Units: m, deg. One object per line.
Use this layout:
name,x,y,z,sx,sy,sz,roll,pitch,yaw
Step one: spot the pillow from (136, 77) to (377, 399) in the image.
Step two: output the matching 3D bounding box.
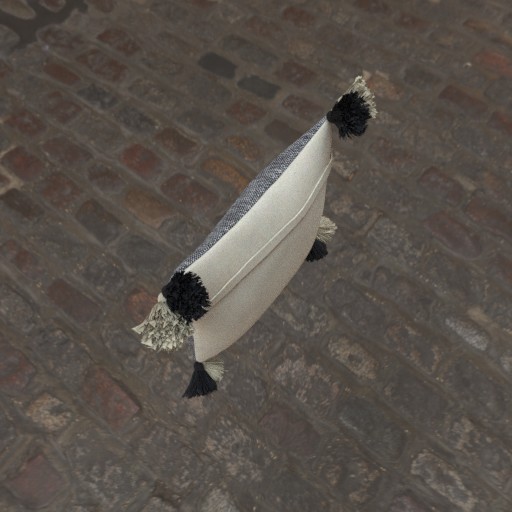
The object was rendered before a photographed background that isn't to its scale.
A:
pillow,0.000,0.000,0.996,0.170,0.659,0.654,36,70,16
